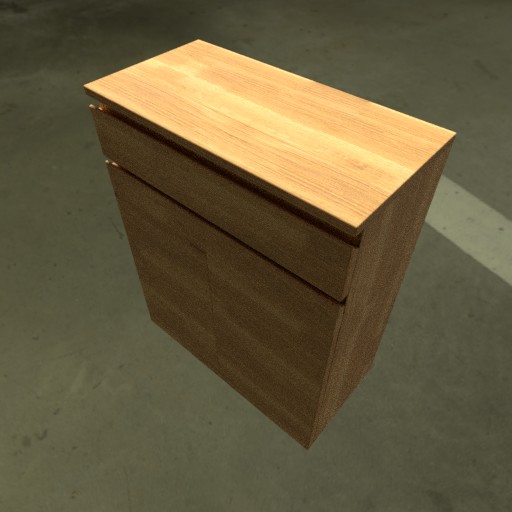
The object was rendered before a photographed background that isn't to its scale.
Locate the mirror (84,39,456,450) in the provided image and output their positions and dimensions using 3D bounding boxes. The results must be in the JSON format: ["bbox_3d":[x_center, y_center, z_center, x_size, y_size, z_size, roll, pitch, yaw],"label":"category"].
[{"bbox_3d":[0.000,0.000,1.392,0.800,1.000,0.400,32,54,27],"label":"mirror"}]
